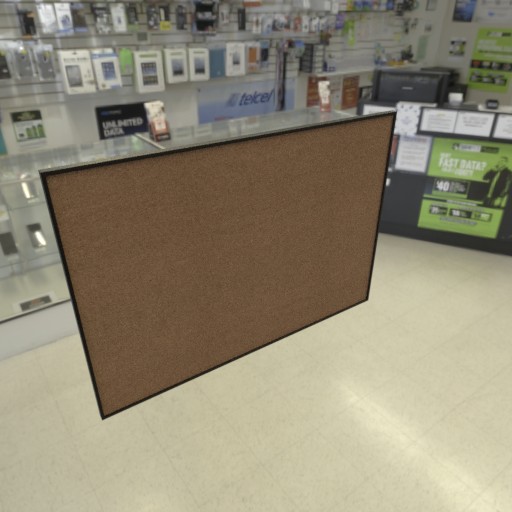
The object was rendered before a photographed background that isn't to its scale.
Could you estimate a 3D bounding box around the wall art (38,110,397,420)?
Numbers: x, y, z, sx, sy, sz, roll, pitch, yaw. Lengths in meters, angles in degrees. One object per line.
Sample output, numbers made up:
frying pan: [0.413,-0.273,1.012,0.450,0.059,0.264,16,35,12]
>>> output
wall art: [0.000,0.000,1.209,0.957,0.660,0.019,-18,34,-29]
